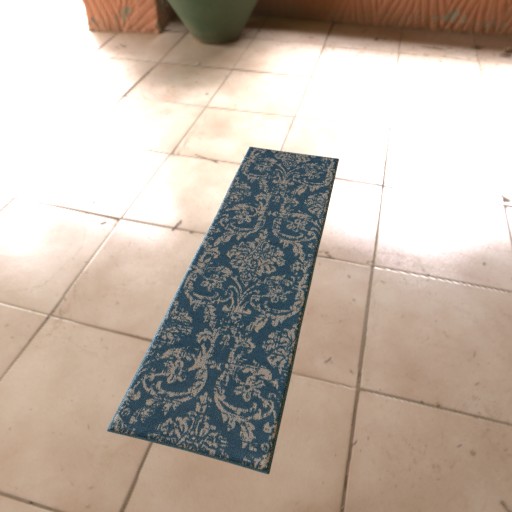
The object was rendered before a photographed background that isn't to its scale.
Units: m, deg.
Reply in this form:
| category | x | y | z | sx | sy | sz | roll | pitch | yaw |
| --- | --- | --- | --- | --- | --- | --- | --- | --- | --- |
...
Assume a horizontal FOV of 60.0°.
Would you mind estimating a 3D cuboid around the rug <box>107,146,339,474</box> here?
| category | x | y | z | sx | sy | sz | roll | pitch | yaw |
| --- | --- | --- | --- | --- | --- | --- | --- | --- | --- |
| rug | 0.000 | 0.000 | 2.450 | 0.662 | 0.011 | 2.196 | 10 | 46 | 10 |
